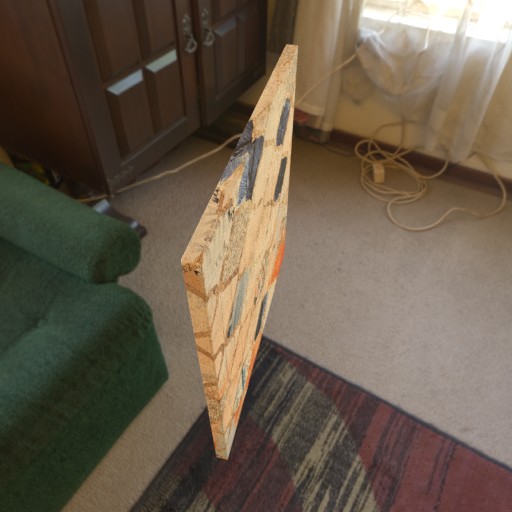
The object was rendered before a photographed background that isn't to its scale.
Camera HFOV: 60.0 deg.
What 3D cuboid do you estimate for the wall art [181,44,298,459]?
[{"bbox_3d":[0.000,0.000,1.357,0.039,0.914,0.912,10,48,9],"label":"wall art"}]
